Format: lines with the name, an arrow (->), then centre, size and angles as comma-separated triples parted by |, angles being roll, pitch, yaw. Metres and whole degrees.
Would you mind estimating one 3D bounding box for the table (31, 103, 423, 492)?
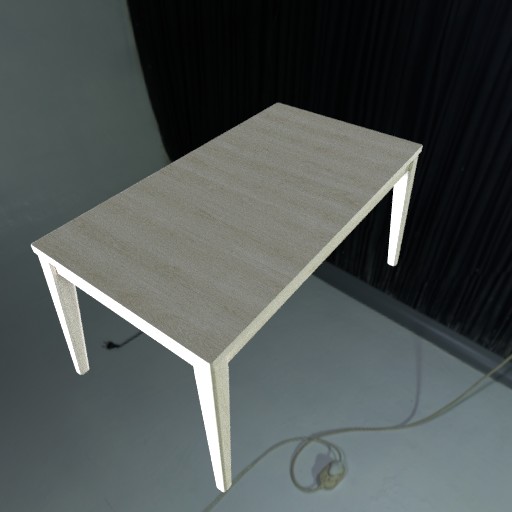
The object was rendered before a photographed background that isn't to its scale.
table -> 0.000, 0.000, 2.085 | 0.900, 0.760, 1.600 | 26, 48, 27
